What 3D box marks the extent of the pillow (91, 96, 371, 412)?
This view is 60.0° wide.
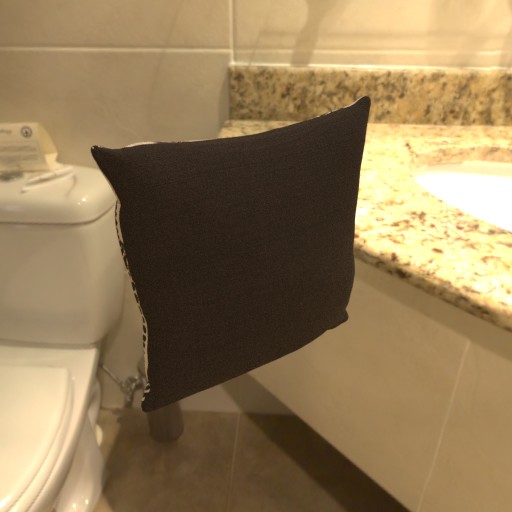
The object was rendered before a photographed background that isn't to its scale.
[{"bbox_3d":[0.000,0.000,0.699,0.440,0.441,0.182,-19,36,-28],"label":"pillow"}]
